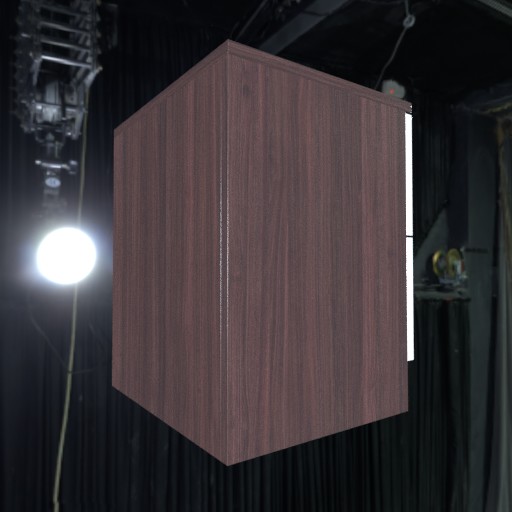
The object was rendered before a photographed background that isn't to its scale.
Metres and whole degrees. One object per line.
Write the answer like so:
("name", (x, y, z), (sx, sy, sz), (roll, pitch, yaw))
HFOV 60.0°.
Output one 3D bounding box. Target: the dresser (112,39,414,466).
("dresser", (0.000, 0.000, 0.755), (0.360, 0.470, 0.400), (1, -2, -35))
